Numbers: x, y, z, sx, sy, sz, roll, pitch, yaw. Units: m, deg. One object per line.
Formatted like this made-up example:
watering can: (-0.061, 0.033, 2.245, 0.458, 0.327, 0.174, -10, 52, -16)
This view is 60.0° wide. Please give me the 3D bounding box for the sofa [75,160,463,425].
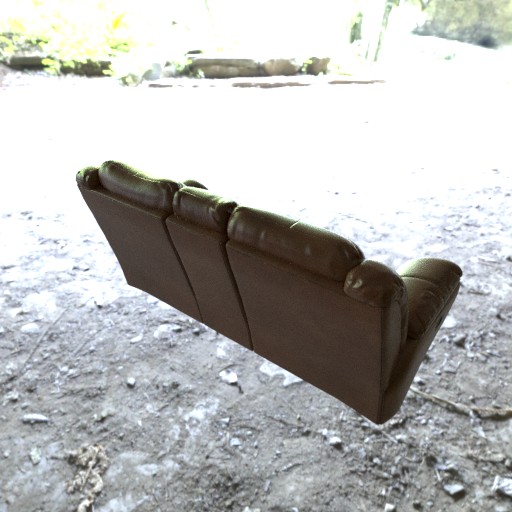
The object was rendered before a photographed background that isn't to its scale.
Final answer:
sofa: (0.000, 0.000, 2.580, 2.058, 1.043, 0.991, 22, 37, 32)
